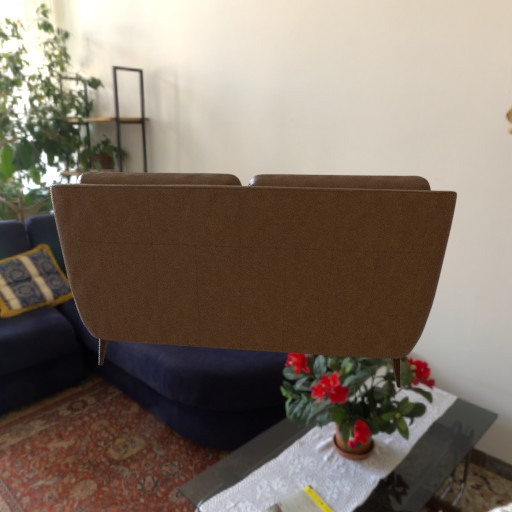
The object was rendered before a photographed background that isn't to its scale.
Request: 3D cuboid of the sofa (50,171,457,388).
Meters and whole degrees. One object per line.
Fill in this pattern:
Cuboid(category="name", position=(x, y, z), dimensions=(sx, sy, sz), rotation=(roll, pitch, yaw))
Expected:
Cuboid(category="sofa", position=(0.000, 0.000, 2.263), dimensions=(1.731, 0.886, 0.981), rotation=(2, 16, 8))
